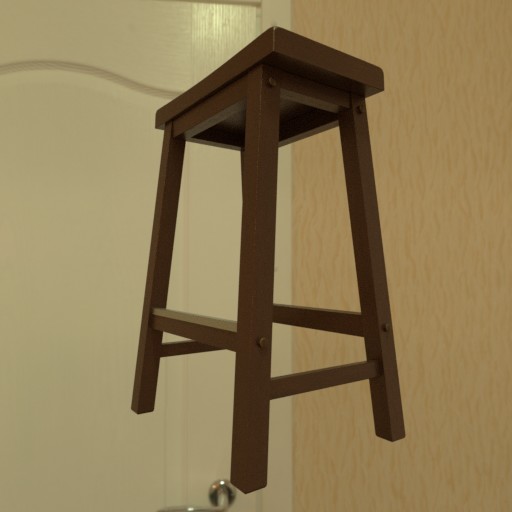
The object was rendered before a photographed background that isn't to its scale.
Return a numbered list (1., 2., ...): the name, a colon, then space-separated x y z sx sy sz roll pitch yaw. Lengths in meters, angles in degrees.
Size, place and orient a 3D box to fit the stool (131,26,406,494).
1. stool: 0.000 0.000 0.817 0.322 0.610 0.406 1 -2 -35
